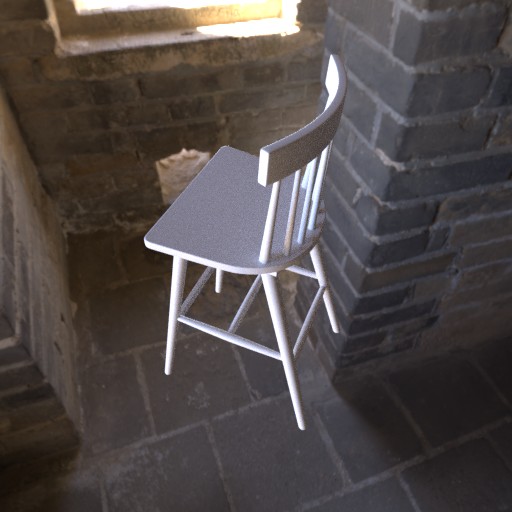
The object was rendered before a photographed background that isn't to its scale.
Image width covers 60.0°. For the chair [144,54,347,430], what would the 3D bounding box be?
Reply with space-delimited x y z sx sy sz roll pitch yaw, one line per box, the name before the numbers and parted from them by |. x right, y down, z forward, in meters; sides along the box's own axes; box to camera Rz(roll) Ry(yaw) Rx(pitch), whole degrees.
chair | 0.000 0.000 1.377 0.572 1.092 0.483 17 49 16
